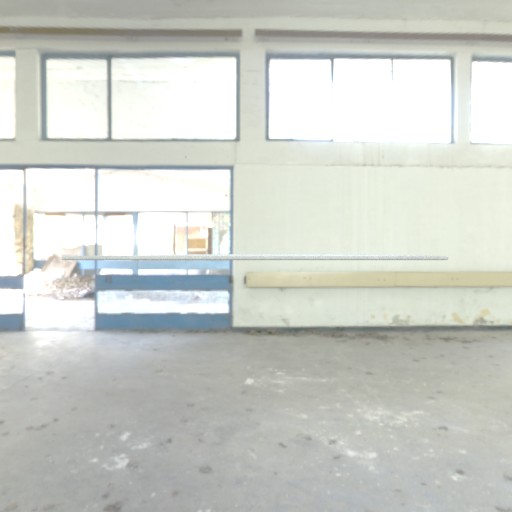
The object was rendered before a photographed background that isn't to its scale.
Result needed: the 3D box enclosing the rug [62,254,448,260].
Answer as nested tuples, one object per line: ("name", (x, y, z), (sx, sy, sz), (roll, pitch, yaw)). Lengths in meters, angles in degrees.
("rug", (0.000, 0.000, 2.302), (1.219, 0.013, 1.829), (0, 0, 0))
